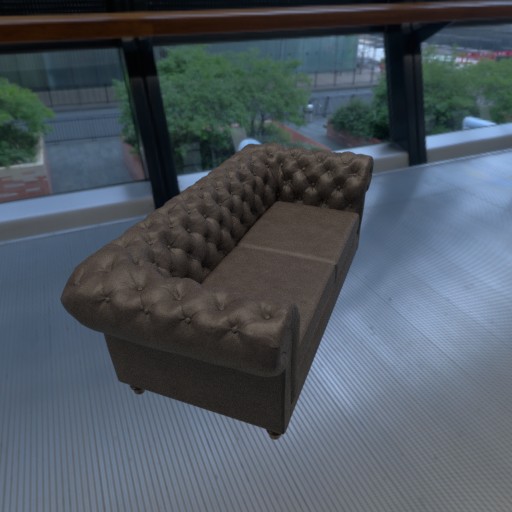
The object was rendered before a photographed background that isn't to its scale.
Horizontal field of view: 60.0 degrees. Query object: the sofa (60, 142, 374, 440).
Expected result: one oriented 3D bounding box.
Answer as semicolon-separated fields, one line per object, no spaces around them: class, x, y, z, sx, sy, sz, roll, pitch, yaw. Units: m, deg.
sofa;0.000;0.000;2.492;0.944;0.779;2.048;11;32;18
